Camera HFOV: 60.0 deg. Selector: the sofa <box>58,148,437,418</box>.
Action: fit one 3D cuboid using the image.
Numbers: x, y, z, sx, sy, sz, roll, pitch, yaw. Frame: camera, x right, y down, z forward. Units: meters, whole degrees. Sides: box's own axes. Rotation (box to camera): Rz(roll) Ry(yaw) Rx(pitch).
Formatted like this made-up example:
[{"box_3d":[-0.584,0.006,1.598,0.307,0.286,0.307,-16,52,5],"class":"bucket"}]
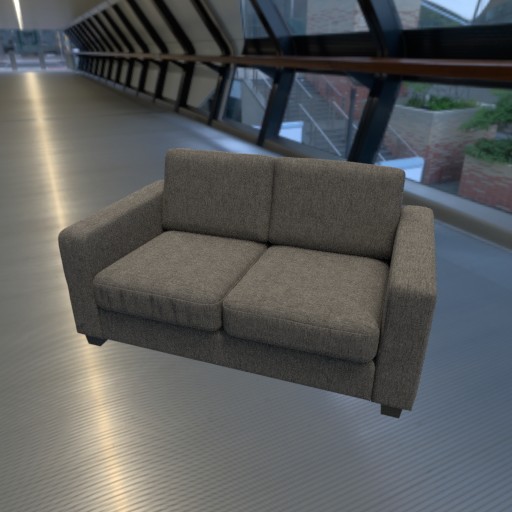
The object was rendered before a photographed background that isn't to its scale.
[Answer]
[{"box_3d":[0.000,0.000,2.045,1.520,0.800,0.900,9,27,17],"class":"sofa"}]
